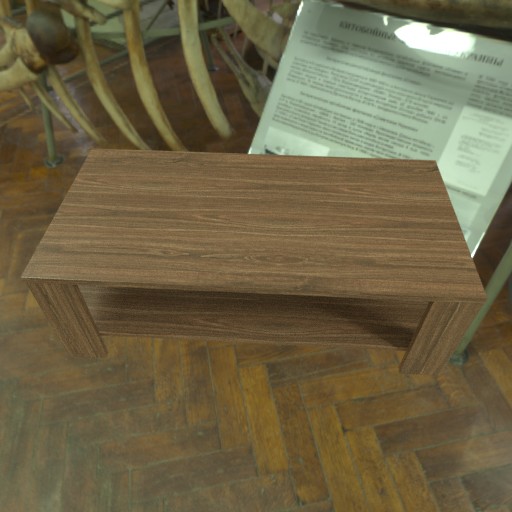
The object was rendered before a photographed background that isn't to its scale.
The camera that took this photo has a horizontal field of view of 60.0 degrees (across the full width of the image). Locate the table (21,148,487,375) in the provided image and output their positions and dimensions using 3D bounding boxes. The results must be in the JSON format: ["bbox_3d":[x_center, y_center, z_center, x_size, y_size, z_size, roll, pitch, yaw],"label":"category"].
[{"bbox_3d":[0.000,0.000,1.488,1.200,0.400,0.600,2,47,2],"label":"table"}]
